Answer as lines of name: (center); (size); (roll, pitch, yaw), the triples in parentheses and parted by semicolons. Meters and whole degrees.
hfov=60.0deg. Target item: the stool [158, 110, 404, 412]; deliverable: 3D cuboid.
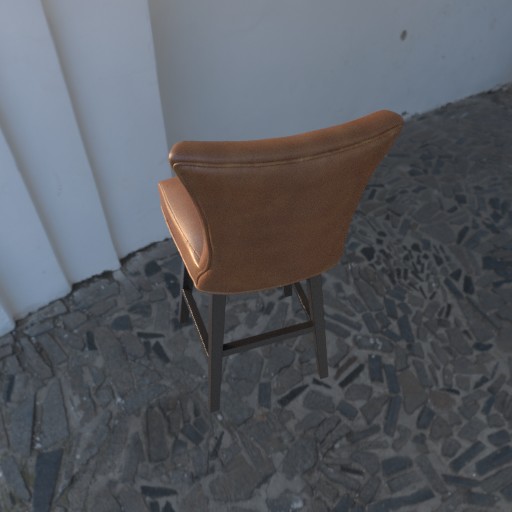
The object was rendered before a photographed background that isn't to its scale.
stool: (0.000, 0.000, 1.419); (0.522, 1.094, 0.585); (-13, 44, -13)
